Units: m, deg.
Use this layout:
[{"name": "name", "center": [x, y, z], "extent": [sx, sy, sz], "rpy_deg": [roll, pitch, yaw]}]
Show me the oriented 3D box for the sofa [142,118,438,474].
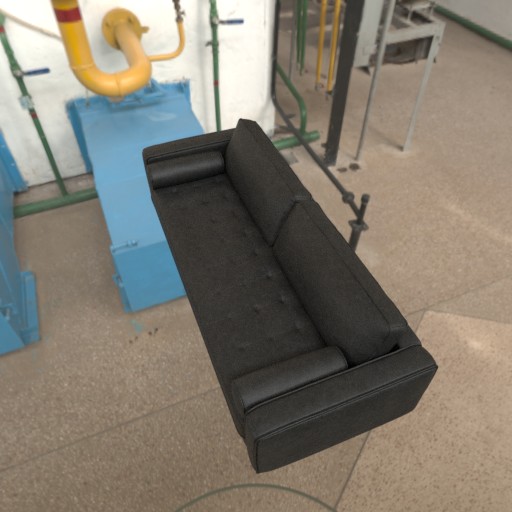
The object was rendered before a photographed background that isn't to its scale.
[{"name": "sofa", "center": [0.000, 0.000, 2.660], "extent": [0.914, 0.762, 2.210], "rpy_deg": [-16, 49, -15]}]
